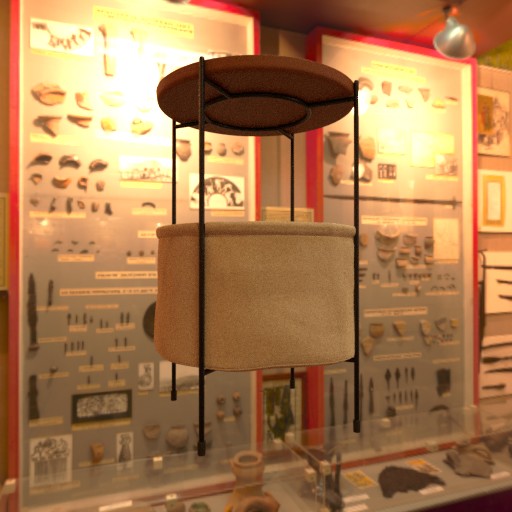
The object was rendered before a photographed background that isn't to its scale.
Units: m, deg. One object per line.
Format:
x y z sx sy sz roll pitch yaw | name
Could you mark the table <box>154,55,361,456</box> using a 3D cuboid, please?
0.000 0.000 0.872 0.393 0.623 0.393 0 0 -19 | table
